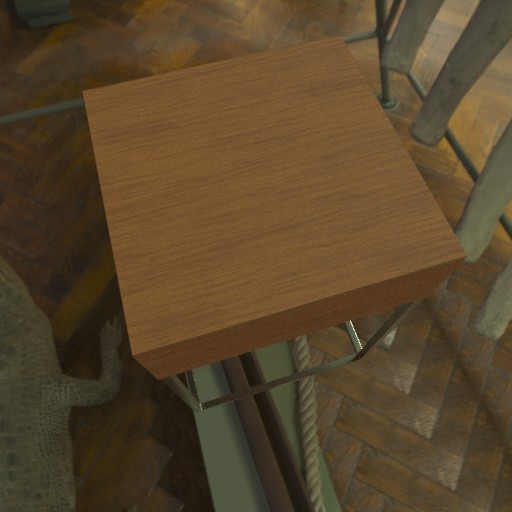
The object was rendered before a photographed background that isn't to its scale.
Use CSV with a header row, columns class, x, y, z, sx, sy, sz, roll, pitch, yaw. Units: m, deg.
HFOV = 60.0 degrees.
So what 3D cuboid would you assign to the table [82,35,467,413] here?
class,x,y,z,sx,sy,sz,roll,pitch,yaw
table,0.000,0.000,0.819,0.397,0.540,0.398,-16,65,-7
